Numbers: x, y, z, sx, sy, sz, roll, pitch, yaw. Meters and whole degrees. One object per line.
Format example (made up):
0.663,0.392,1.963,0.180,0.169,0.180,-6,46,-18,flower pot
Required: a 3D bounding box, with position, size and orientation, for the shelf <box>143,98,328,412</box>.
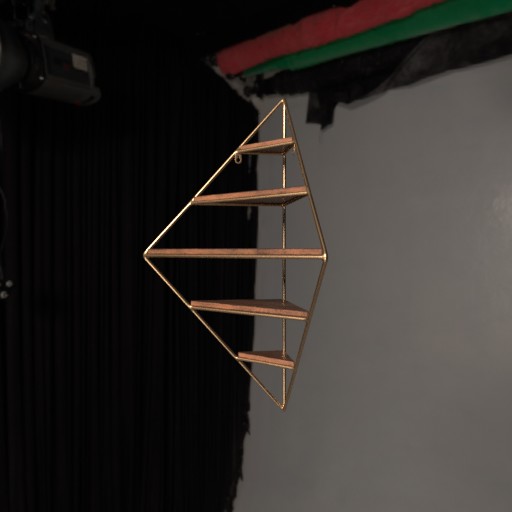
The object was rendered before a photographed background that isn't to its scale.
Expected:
0.000,0.000,1.178,0.564,0.913,0.294,0,1,36,shelf
